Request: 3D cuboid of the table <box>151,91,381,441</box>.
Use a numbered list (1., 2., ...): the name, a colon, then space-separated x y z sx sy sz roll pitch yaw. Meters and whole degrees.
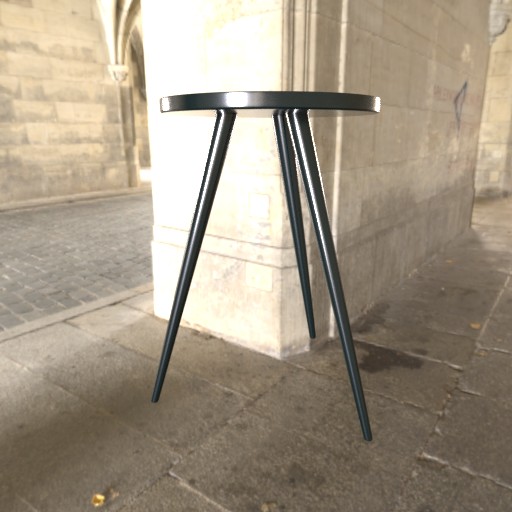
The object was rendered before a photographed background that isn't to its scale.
1. table: 0.000 0.000 0.826 0.415 0.548 0.403 -3 16 -9
